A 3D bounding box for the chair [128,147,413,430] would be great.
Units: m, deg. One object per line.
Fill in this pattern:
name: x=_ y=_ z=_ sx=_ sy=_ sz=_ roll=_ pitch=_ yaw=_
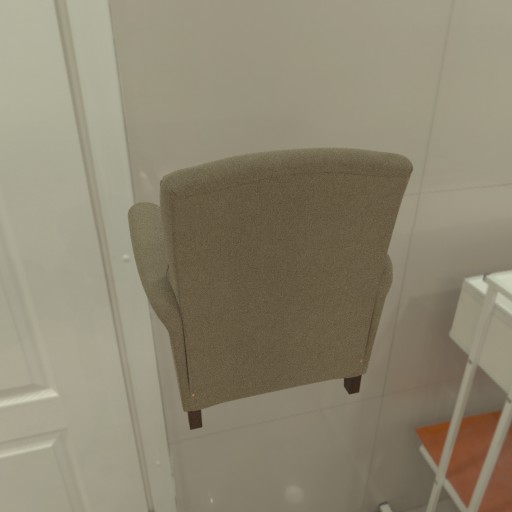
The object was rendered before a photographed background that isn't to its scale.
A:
chair: x=0.000 y=0.000 z=1.813 sx=0.978 sy=1.061 sz=0.905 roll=-8 pitch=28 yaw=-14
